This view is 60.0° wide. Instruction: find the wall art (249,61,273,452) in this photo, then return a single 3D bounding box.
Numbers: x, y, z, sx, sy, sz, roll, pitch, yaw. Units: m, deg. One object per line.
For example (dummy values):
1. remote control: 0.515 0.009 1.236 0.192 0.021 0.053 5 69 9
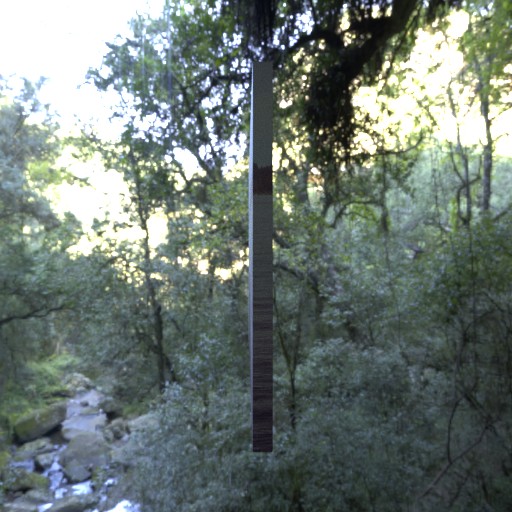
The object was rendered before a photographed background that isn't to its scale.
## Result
1. wall art: 0.000 0.000 1.439 0.040 0.765 1.149 0 0 -1
